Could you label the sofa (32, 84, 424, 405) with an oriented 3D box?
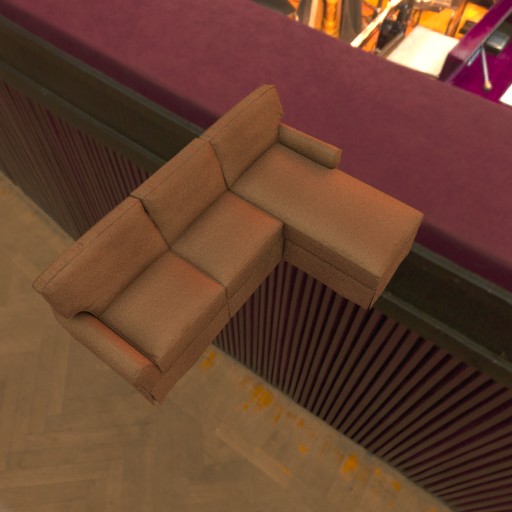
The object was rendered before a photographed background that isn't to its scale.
[{"bbox_3d":[0.000,0.000,3.283,1.733,0.978,2.475,32,63,19],"label":"sofa"}]
